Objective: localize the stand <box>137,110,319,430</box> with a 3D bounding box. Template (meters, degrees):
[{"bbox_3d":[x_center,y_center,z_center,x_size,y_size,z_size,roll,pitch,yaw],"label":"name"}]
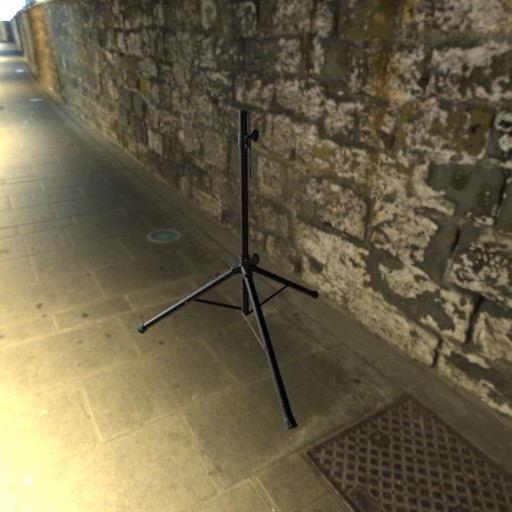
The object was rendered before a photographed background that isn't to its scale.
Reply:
[{"bbox_3d":[0.000,0.000,1.870,1.045,1.136,0.907,-8,28,-16],"label":"stand"}]
